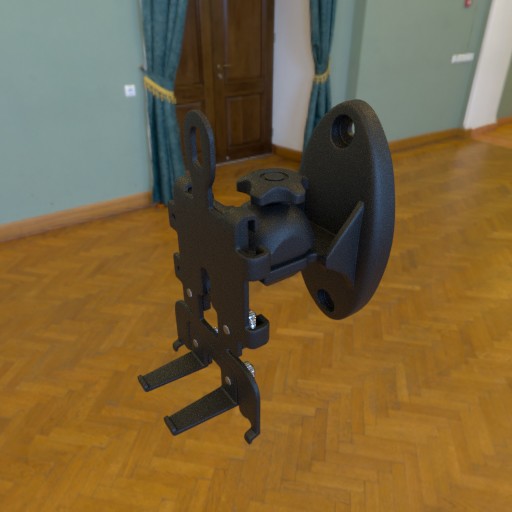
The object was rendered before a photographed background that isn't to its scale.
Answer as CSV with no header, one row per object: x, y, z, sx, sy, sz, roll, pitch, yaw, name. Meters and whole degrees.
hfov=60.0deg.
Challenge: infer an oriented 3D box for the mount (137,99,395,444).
0.000,0.000,0.176,0.100,0.118,0.066,-20,36,-30,mount
